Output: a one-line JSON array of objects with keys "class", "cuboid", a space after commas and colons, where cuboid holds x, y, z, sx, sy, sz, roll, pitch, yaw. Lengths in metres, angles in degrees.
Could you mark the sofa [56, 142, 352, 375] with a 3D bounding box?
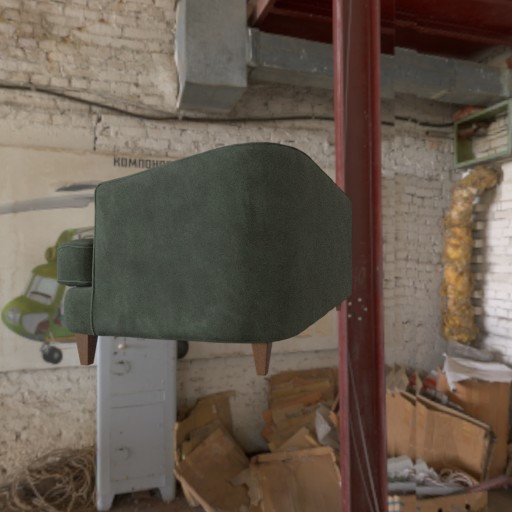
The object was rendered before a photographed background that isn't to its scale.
[{"class": "sofa", "cuboid": [0.000, 0.000, 2.642, 0.941, 0.855, 2.278, 0, 0, 19]}]
